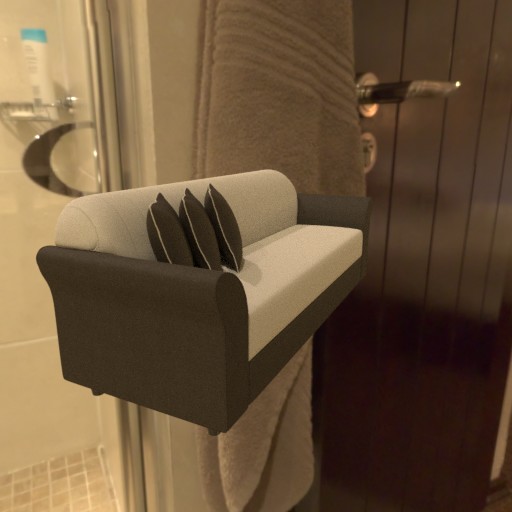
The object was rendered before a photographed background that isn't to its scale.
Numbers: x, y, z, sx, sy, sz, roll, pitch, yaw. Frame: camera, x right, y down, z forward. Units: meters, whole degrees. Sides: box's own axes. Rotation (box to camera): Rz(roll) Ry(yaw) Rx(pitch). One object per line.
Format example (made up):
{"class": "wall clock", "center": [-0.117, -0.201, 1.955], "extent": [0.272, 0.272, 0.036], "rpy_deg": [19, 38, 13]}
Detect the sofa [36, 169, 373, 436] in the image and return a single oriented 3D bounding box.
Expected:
{"class": "sofa", "center": [0.000, 0.000, 2.323], "extent": [0.755, 0.787, 2.001], "rpy_deg": [7, 17, 26]}
